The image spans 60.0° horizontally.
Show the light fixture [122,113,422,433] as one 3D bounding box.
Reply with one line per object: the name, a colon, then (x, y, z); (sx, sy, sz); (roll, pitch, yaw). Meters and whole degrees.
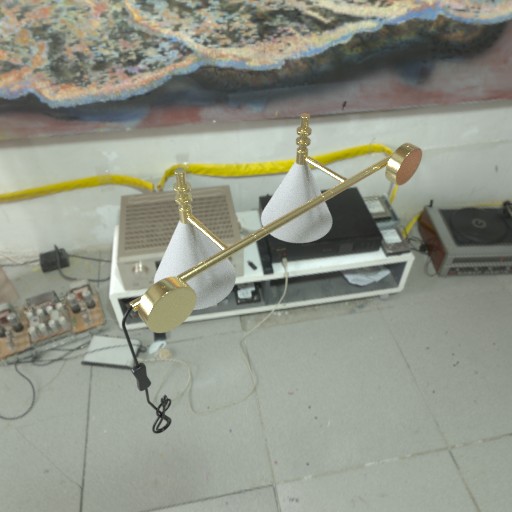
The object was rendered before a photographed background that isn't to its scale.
light fixture: (0.000, 0.000, 0.884); (0.642, 0.468, 0.239); (-31, 53, -27)
